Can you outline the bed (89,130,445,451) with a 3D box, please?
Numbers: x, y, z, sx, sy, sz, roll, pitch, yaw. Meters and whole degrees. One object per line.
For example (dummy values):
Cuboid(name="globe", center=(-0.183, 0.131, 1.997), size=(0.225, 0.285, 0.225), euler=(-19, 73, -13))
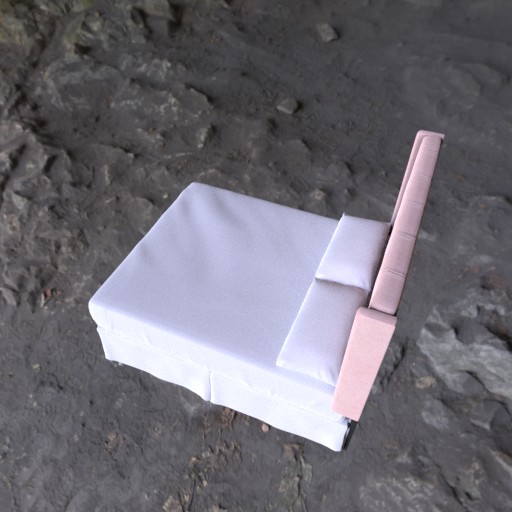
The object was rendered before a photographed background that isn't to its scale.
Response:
Cuboid(name="bed", center=(0.000, 0.000, 3.321), size=(2.066, 1.665, 1.719), euler=(17, 49, 16))
